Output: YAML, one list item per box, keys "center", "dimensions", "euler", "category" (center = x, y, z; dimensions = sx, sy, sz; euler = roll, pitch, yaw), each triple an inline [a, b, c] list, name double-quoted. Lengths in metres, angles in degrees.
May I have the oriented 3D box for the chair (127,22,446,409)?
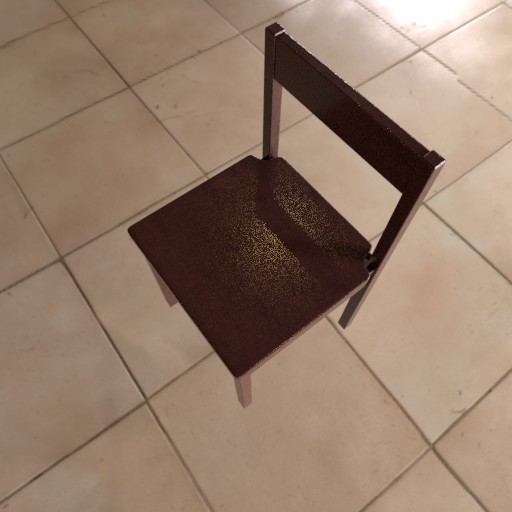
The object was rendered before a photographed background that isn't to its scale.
- center: [0.000, 0.000, 0.889]
  dimensions: [0.361, 0.668, 0.367]
  euler: [-34, 68, -16]
  category: "chair"
